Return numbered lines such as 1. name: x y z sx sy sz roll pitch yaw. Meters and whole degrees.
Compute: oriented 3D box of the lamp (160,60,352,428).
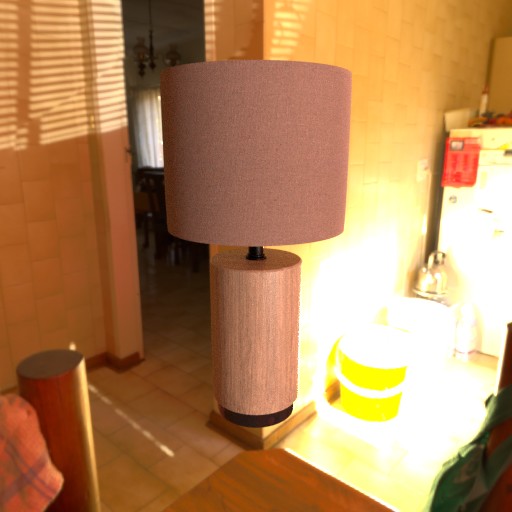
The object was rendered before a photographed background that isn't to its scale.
1. lamp: 0.000 0.000 0.587 0.228 0.444 0.228 3 15 10
